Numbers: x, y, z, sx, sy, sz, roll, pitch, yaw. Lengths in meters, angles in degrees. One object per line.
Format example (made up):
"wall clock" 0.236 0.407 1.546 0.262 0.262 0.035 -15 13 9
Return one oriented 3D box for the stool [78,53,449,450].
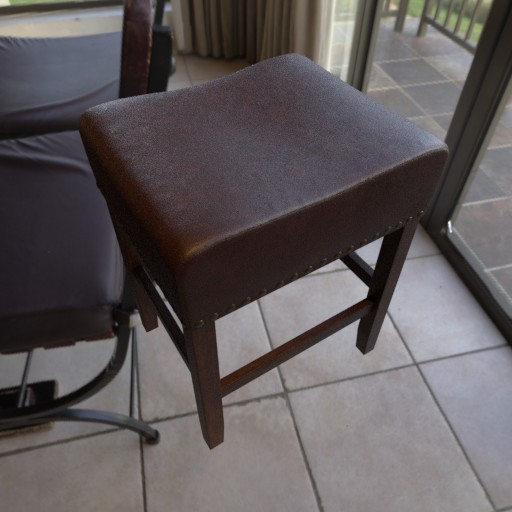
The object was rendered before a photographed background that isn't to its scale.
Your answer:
"stool" 0.000 0.000 0.908 0.465 0.608 0.397 -25 52 -21
